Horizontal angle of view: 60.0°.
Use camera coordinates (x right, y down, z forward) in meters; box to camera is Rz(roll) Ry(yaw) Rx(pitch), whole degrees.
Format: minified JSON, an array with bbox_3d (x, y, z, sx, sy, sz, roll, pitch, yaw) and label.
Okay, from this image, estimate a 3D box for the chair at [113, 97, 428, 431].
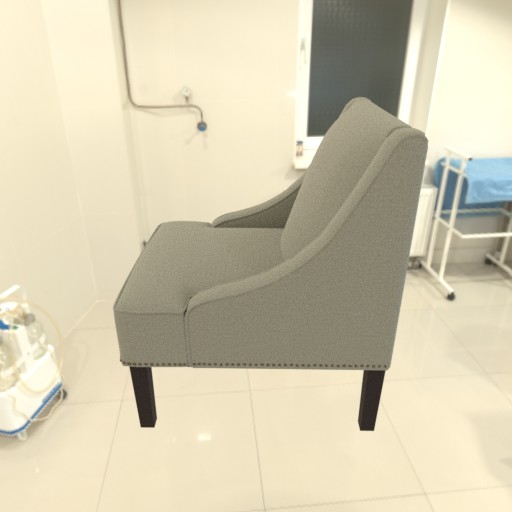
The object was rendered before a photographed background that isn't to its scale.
[{"bbox_3d":[0.000,0.000,1.367,0.737,0.864,0.610,0,26,1],"label":"chair"}]
